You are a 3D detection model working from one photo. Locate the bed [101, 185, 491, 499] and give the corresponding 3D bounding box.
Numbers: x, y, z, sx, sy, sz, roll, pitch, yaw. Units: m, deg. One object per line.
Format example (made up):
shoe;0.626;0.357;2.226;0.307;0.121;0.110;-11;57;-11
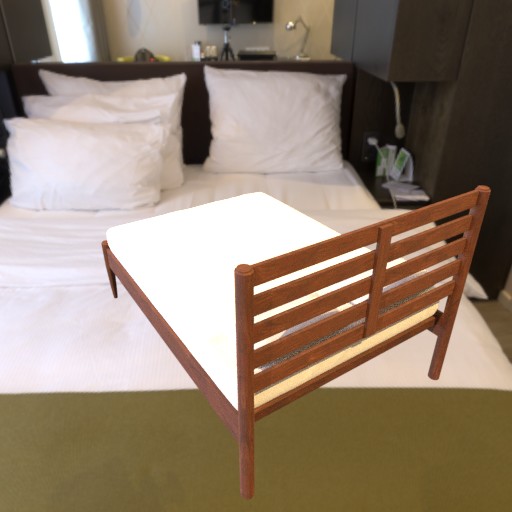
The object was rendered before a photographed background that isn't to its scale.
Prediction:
bed;0.000;0.000;2.963;1.509;1.304;2.093;-18;34;-29
